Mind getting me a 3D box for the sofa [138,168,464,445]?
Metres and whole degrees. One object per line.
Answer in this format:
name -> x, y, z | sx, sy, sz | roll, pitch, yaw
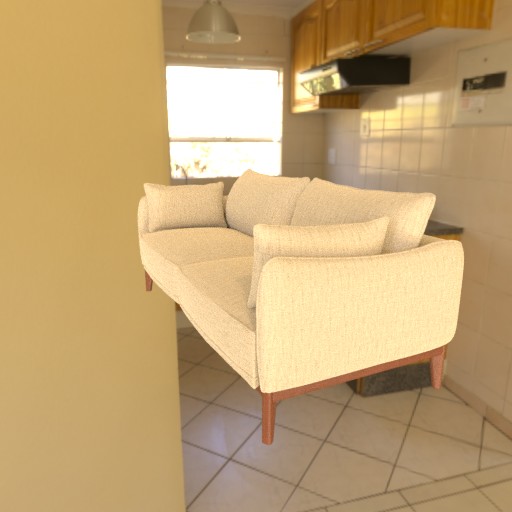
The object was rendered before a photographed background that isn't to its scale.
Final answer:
sofa -> 0.000, 0.000, 2.484 | 0.991, 0.860, 1.989 | -7, 16, -25
